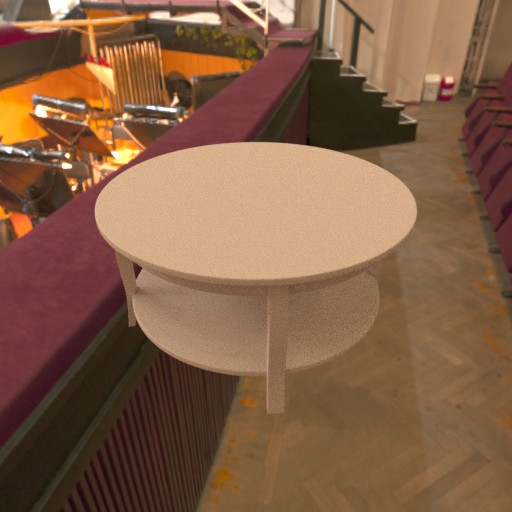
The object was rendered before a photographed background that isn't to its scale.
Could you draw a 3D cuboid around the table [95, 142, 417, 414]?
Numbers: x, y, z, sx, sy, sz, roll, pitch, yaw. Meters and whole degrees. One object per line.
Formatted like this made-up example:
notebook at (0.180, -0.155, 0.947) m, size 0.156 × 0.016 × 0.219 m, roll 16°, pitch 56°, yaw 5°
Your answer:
table at (0.000, 0.000, 1.429) m, size 0.910 × 0.457 × 0.910 m, roll 0°, pitch 32°, yaw 0°
